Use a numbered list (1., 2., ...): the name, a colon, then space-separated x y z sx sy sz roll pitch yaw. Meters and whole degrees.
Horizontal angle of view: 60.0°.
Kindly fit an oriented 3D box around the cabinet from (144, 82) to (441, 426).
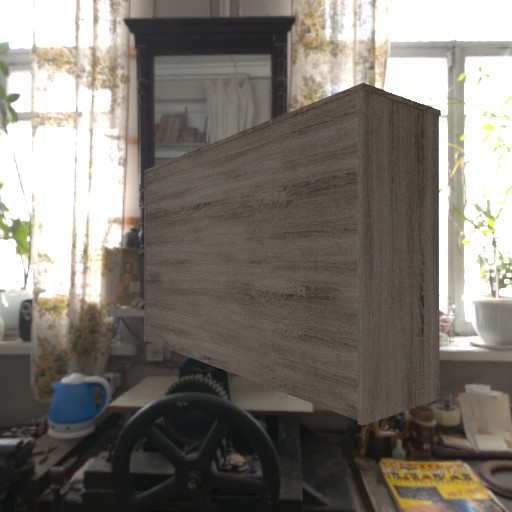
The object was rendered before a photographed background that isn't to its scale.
1. cabinet: 0.000 0.000 1.849 0.380 0.900 1.450 0 0 -37
